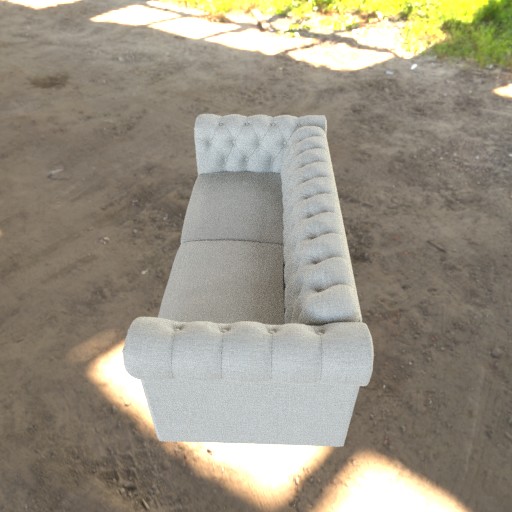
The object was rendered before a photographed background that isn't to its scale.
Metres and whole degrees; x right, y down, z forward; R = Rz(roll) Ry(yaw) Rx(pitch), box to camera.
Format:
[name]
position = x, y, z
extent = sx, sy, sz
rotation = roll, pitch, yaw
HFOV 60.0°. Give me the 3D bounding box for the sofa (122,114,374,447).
[sofa]
position = 0.000, 0.000, 2.230
extent = 0.783, 0.797, 1.798
rotation = 1, 41, 1
